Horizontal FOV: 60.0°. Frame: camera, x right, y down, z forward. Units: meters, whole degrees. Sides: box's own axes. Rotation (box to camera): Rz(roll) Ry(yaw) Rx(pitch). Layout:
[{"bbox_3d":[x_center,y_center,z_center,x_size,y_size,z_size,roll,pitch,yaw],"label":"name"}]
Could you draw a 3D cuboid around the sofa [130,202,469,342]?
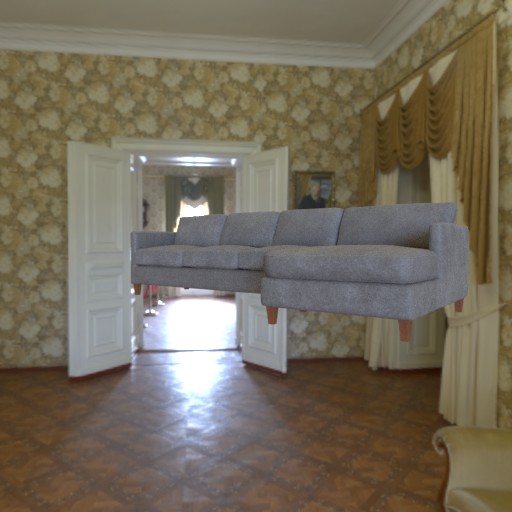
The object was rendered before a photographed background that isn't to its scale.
[{"bbox_3d":[0.000,0.000,4.221,3.471,0.950,1.604,1,2,36],"label":"sofa"}]
